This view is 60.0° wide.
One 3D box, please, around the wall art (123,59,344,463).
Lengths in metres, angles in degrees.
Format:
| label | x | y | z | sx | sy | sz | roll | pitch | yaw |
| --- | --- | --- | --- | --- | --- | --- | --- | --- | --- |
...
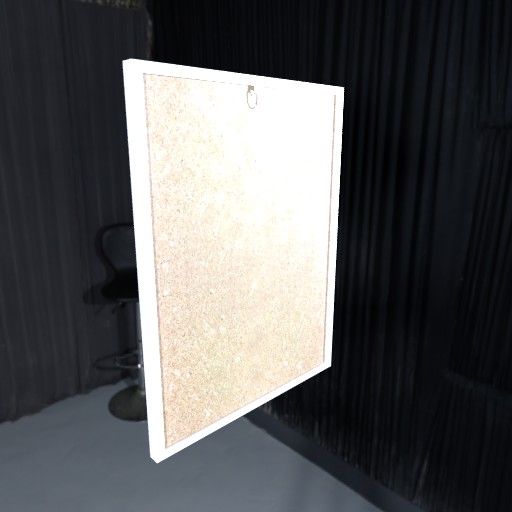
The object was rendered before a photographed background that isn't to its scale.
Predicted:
| label | x | y | z | sx | sy | sz | roll | pitch | yaw |
| --- | --- | --- | --- | --- | --- | --- | --- | --- | --- |
| wall art | 0.000 | 0.000 | 1.397 | 0.805 | 1.056 | 0.042 | -14 | 20 | -42 |
